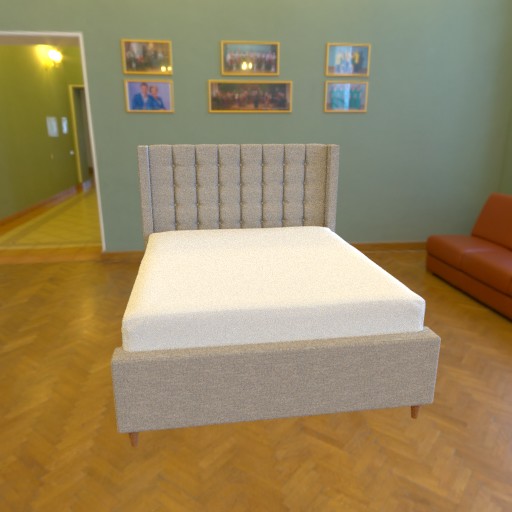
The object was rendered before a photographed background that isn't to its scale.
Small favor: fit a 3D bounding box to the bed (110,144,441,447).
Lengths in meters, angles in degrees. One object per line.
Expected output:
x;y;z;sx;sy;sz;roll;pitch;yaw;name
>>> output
0.000;0.000;3.733;2.044;1.748;2.372;-2;16;-8;bed
